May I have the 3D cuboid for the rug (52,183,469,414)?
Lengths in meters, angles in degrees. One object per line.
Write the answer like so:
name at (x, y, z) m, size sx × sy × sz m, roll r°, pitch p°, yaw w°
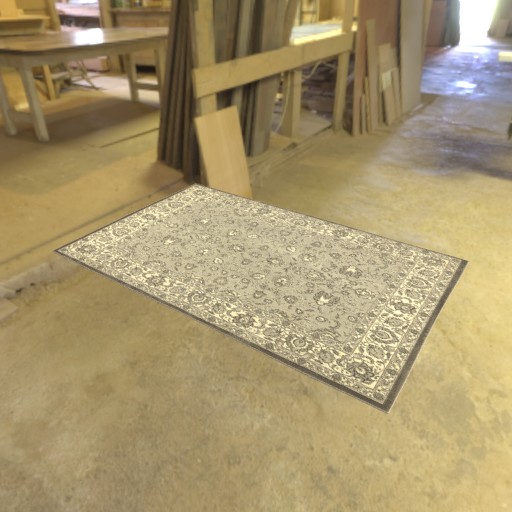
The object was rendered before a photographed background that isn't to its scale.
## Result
rug at (0.000, 0.000, 3.040) m, size 2.438 × 0.011 × 1.524 m, roll 20°, pitch 36°, yaw 29°
